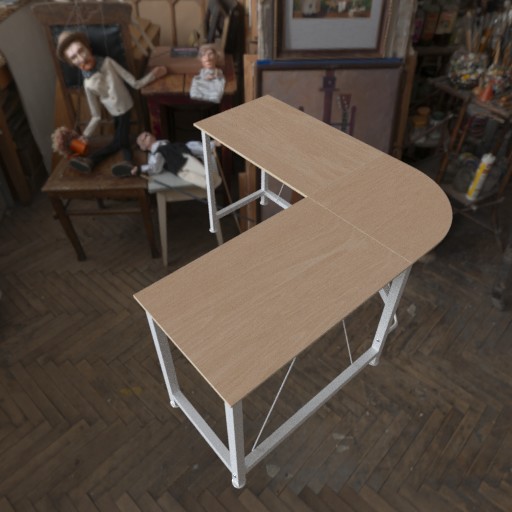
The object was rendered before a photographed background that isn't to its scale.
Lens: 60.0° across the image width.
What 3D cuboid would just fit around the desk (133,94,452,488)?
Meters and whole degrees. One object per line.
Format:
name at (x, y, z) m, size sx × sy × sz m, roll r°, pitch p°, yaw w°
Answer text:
desk at (0.000, 0.000, 2.213) m, size 1.400 × 0.762 × 1.400 m, roll -31°, pitch 53°, yaw -28°
